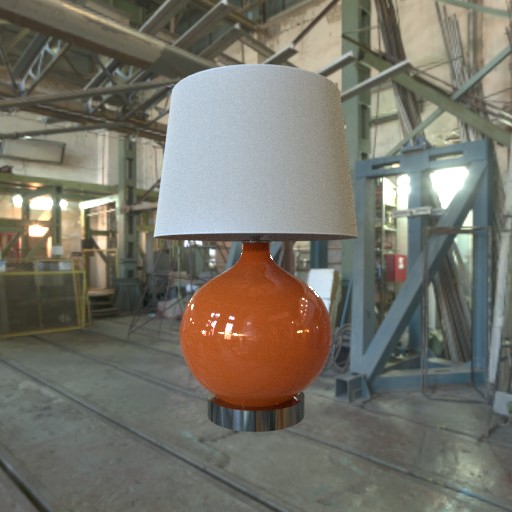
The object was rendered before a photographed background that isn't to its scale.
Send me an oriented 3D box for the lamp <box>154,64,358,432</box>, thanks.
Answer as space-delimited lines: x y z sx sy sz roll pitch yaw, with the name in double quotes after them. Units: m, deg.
0.000 0.000 0.548 0.247 0.387 0.247 0 0 0 "lamp"
